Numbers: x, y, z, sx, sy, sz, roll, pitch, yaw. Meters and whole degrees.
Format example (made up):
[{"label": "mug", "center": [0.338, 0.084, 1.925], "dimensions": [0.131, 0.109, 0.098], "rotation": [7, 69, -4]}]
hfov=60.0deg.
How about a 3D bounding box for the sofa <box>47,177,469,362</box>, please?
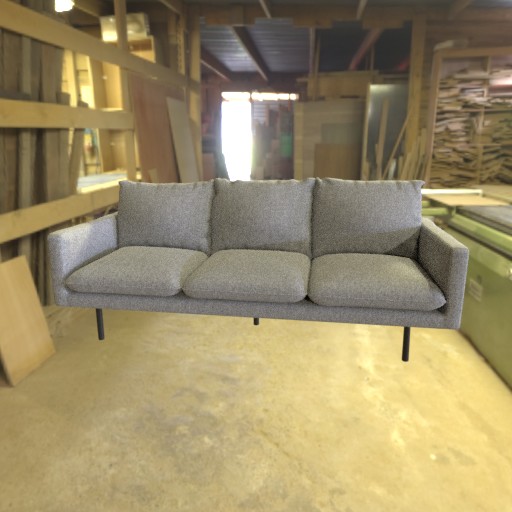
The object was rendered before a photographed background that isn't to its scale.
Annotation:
[{"label": "sofa", "center": [0.000, 0.000, 2.476], "dimensions": [2.000, 0.830, 0.850], "rotation": [2, 14, 9]}]
